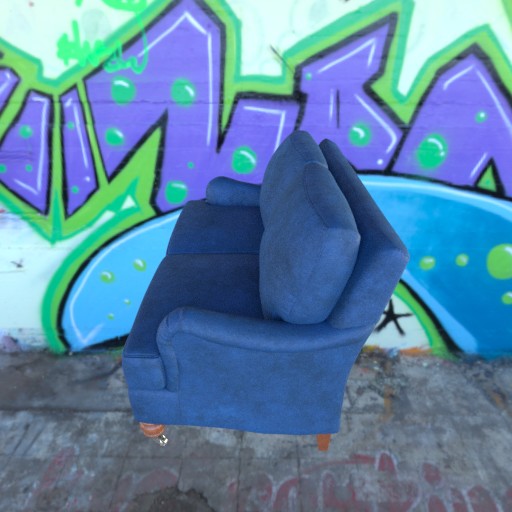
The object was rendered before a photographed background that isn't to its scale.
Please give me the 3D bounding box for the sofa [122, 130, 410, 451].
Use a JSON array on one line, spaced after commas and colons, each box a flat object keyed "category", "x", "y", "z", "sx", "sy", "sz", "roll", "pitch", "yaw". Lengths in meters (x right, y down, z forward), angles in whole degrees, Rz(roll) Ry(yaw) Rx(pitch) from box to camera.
[{"category": "sofa", "x": 0.000, "y": 0.000, "z": 2.511, "sx": 1.084, "sy": 1.101, "sz": 1.853, "roll": 0, "pitch": 27, "yaw": 0}]
